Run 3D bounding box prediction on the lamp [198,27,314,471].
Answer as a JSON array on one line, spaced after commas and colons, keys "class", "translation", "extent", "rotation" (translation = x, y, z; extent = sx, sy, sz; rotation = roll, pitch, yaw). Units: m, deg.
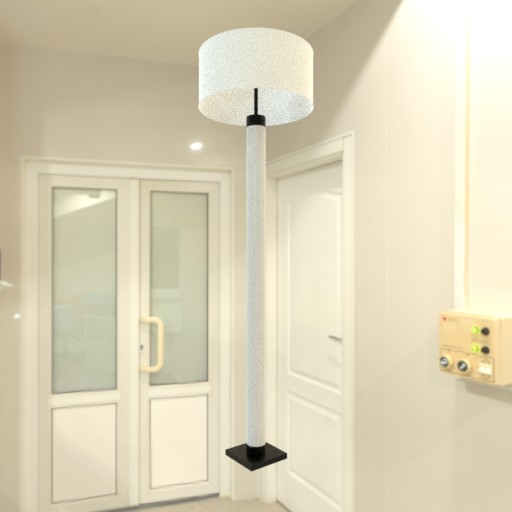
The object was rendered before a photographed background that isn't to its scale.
[{"class": "lamp", "translation": [0.000, 0.000, 1.622], "extent": [0.420, 1.475, 0.420], "rotation": [0, 0, -37]}]
